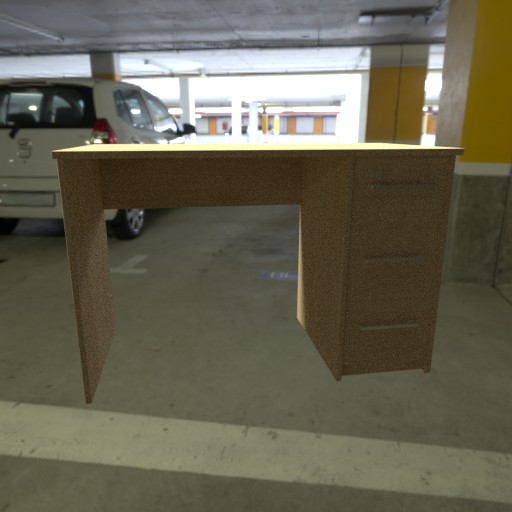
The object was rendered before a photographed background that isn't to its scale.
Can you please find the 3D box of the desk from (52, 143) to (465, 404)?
[{"bbox_3d":[0.000,0.000,1.526,1.097,0.735,0.560,-3,16,-9],"label":"desk"}]
